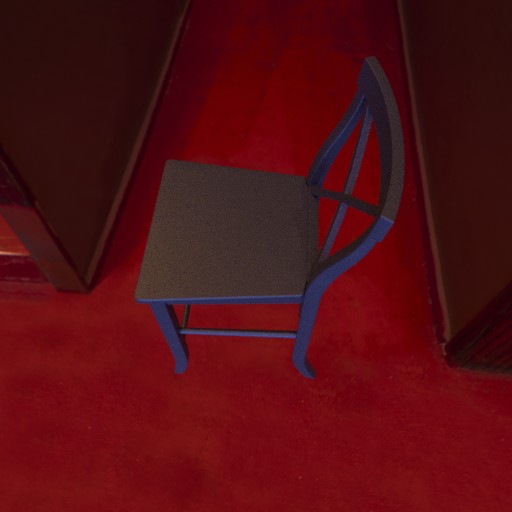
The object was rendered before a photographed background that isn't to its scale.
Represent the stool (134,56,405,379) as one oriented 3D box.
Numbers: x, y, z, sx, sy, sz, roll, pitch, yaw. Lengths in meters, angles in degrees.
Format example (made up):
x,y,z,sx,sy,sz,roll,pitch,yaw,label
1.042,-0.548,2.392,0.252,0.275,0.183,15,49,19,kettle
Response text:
x,y,z,sx,sy,sz,roll,pitch,yaw,label
0.000,0.000,1.268,0.559,0.989,0.452,3,59,2,stool
